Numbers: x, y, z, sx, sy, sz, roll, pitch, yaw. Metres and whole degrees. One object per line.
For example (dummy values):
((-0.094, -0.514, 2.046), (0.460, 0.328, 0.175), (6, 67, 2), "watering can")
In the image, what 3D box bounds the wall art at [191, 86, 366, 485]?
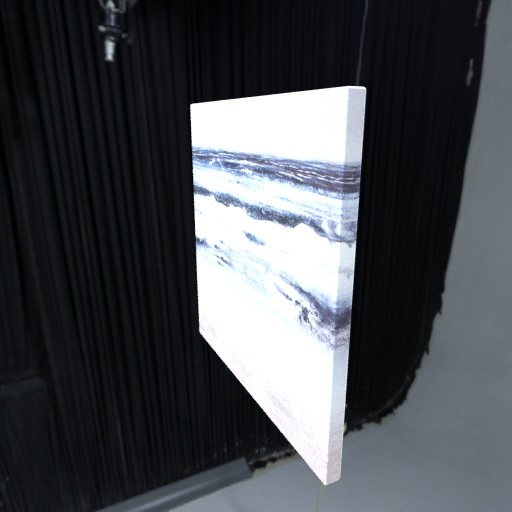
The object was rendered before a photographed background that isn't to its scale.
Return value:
((0.000, 0.000, 1.114), (0.065, 0.747, 0.755), (-8, 18, -25), "wall art")
